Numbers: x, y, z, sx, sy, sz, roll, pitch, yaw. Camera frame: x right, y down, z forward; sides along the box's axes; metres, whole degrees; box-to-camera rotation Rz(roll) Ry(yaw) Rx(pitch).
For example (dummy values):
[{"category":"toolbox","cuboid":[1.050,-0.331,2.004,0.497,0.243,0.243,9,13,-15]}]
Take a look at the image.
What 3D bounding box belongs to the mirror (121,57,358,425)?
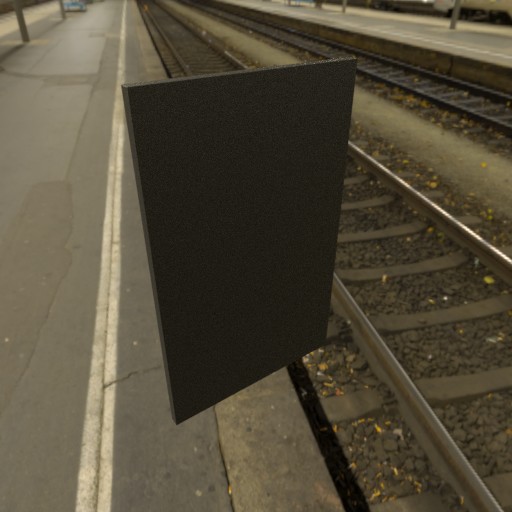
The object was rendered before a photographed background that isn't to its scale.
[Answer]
[{"category":"mirror","cuboid":[0.000,0.000,1.553,0.762,1.219,0.038,-20,37,-29]}]
